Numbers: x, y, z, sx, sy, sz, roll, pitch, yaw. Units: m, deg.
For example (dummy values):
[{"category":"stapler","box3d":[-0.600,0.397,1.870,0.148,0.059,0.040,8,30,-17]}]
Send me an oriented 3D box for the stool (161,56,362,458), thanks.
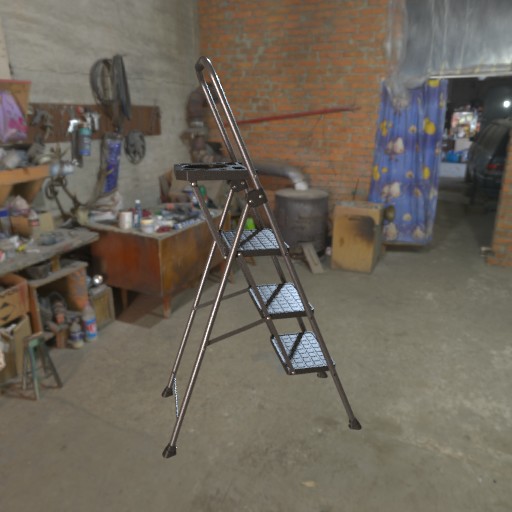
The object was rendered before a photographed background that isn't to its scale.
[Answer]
[{"category":"stool","box3d":[0.000,0.000,1.575,0.733,1.277,0.396,-4,17,-11]}]
